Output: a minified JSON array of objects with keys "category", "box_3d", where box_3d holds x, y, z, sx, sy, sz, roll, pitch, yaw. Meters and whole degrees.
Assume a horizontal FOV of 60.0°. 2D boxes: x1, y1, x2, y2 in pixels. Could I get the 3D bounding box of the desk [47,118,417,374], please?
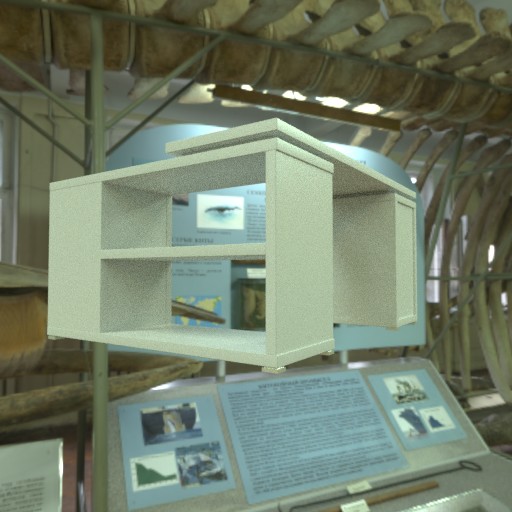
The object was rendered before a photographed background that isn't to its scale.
[{"category":"desk","box_3d":[0.000,0.000,2.265,1.200,0.753,1.524,-1,-2,35]}]
